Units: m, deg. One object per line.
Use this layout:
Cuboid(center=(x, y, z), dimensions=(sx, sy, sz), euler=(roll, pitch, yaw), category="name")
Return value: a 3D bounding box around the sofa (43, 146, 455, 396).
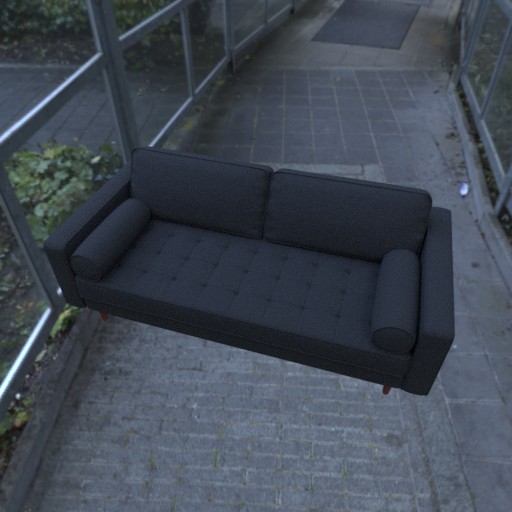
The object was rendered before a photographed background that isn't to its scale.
Cuboid(center=(0.000, 0.000, 2.332), dimensions=(1.875, 0.759, 0.914), euler=(12, 43, 13), category="sofa")
